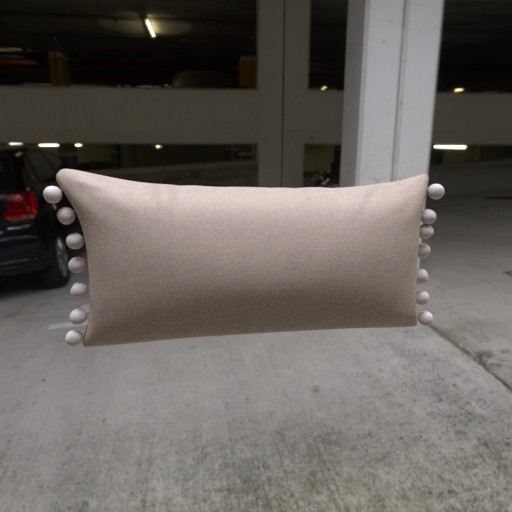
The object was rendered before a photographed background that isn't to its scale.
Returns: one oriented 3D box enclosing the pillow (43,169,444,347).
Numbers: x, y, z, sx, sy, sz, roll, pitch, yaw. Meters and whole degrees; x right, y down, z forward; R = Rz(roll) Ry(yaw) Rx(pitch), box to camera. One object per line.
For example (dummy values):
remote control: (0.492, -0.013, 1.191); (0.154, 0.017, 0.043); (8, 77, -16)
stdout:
pillow: (0.000, 0.000, 0.818); (0.709, 0.322, 0.201); (-2, 15, -7)
